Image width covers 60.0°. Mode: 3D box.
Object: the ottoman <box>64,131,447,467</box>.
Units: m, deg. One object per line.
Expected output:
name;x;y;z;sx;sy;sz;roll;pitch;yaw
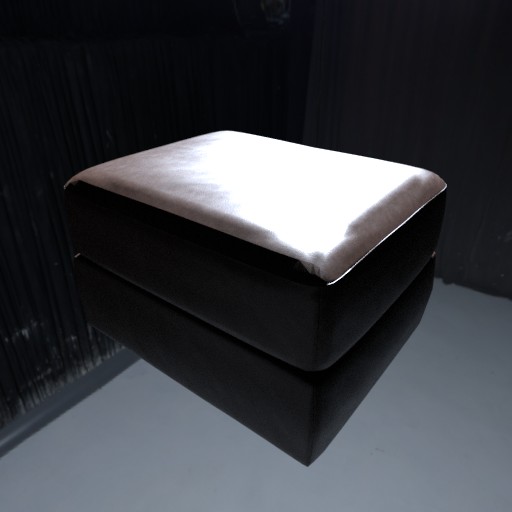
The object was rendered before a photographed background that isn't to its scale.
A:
ottoman;0.000;0.000;1.117;0.751;0.476;0.603;21;35;33
